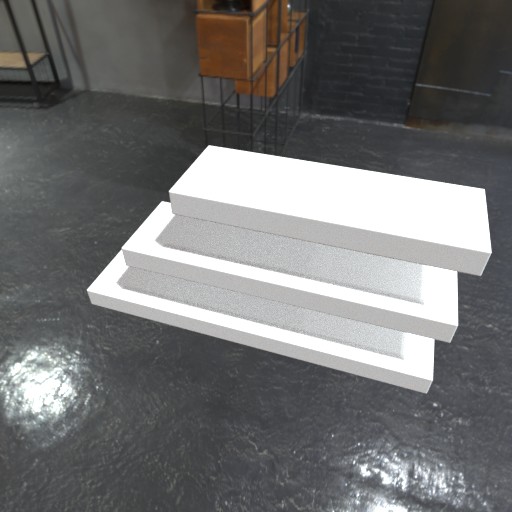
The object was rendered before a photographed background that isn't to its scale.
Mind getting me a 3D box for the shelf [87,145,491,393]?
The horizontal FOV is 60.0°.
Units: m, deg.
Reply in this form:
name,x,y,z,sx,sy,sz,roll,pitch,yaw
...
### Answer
name,x,y,z,sx,sy,sz,roll,pitch,yaw
shelf,0.000,0.000,0.721,0.610,0.293,0.140,12,43,14
